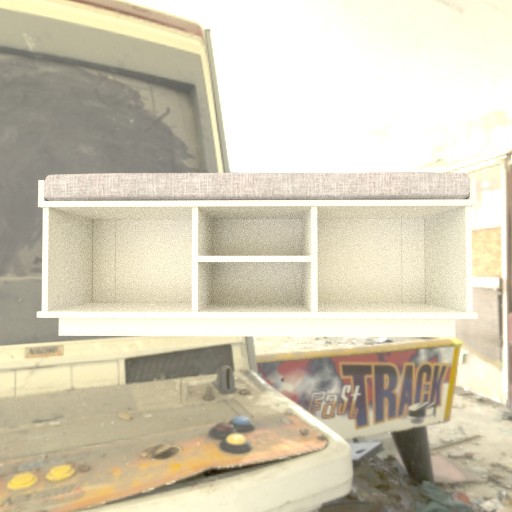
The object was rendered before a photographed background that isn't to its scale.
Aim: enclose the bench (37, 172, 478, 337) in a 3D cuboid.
[{"bbox_3d":[0.000,0.000,1.376,1.196,0.453,0.363,0,-1,1],"label":"bench"}]
